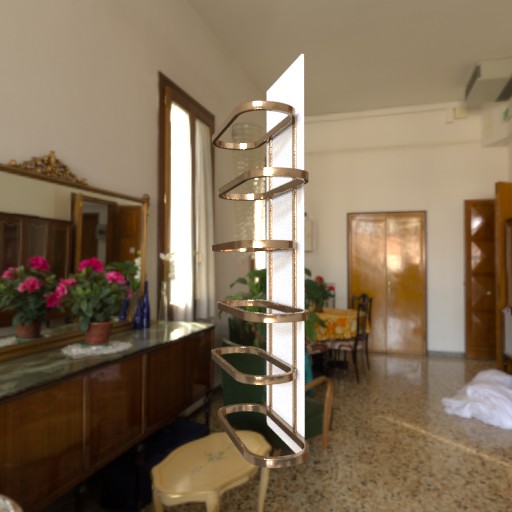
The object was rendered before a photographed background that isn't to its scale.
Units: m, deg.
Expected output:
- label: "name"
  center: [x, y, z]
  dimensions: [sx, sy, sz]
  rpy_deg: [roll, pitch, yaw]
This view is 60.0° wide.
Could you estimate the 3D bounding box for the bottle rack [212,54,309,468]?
- label: "bottle rack"
  center: [0.000, 0.000, 0.842]
  dimensions: [0.118, 0.709, 0.332]
  rpy_deg: [0, -1, -18]
